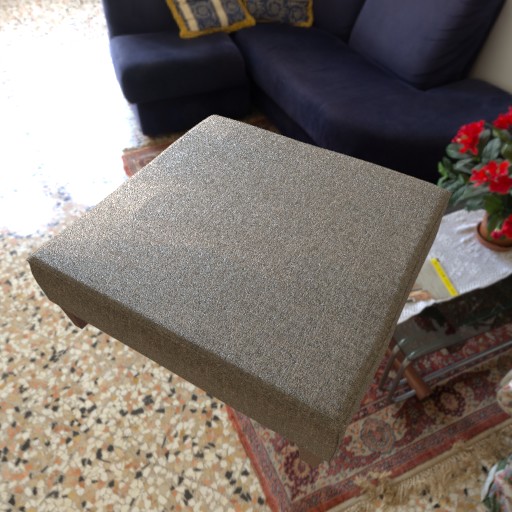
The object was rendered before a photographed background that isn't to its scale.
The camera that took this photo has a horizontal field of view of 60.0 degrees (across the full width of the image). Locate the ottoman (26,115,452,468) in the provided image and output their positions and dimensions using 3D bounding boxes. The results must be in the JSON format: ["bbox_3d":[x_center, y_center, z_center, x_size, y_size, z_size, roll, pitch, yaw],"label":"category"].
[{"bbox_3d":[0.000,0.000,1.508,1.016,0.379,0.981,23,51,20],"label":"ottoman"}]
